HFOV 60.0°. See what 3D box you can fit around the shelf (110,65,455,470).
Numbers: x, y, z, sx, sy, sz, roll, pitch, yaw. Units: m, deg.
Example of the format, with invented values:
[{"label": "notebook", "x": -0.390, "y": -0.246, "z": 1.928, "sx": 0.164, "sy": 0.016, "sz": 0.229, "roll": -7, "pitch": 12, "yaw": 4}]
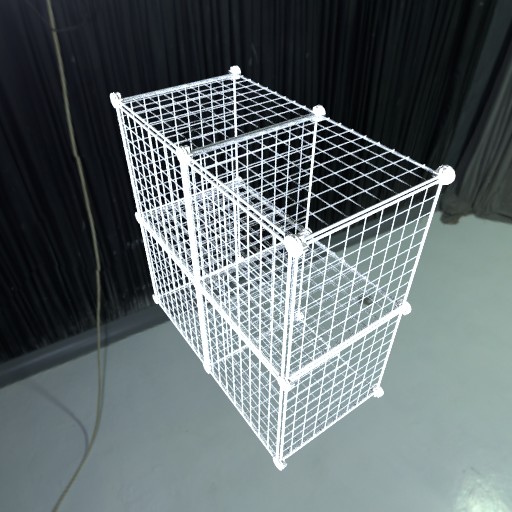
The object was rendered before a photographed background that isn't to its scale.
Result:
[{"label": "shelf", "x": 0.000, "y": 0.000, "z": 1.145, "sx": 0.356, "sy": 0.711, "sz": 0.711, "roll": -25, "pitch": 46, "yaw": -26}]
